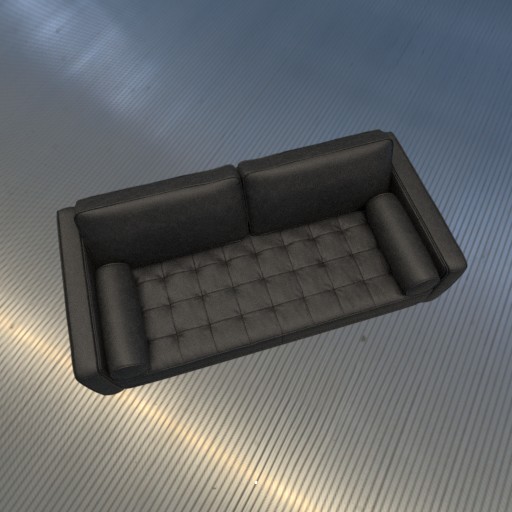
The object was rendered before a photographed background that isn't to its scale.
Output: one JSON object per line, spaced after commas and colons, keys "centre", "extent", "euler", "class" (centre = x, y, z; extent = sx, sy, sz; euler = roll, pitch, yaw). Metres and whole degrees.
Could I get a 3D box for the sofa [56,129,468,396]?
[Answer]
{"centre": [0.000, 0.000, 2.329], "extent": [1.879, 0.770, 0.921], "euler": [-15, 64, -7], "class": "sofa"}
